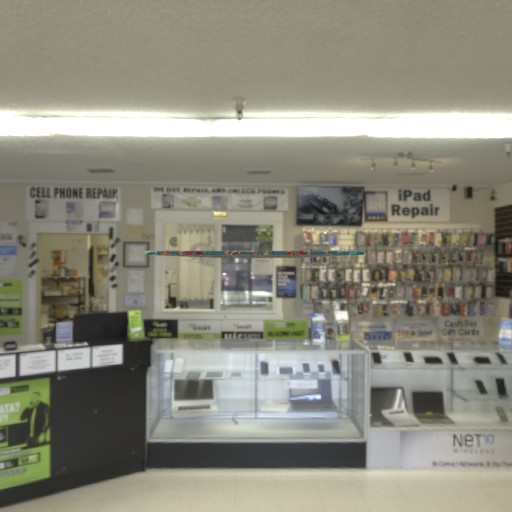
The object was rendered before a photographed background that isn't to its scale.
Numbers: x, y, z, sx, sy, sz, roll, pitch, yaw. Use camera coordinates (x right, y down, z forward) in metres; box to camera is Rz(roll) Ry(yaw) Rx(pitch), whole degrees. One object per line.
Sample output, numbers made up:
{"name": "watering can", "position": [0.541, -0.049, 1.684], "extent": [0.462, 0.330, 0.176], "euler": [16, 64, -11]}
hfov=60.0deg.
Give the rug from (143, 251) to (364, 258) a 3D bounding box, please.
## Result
{"name": "rug", "position": [0.000, 0.000, 2.488], "extent": [0.686, 0.013, 2.286], "euler": [0, 0, 0]}
